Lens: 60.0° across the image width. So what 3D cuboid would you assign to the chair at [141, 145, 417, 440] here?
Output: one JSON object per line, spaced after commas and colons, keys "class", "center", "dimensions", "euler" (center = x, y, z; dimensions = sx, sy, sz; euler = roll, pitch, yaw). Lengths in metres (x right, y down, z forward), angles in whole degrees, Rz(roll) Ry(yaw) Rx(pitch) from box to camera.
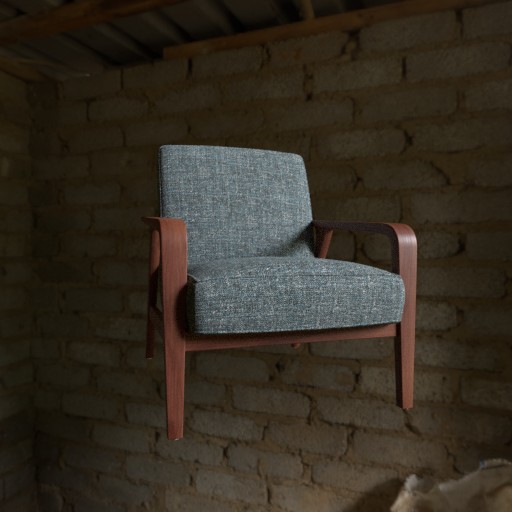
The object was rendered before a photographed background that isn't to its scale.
{"class": "chair", "center": [0.000, 0.000, 1.522], "dimensions": [0.719, 0.864, 0.889], "euler": [0, 1, -18]}
